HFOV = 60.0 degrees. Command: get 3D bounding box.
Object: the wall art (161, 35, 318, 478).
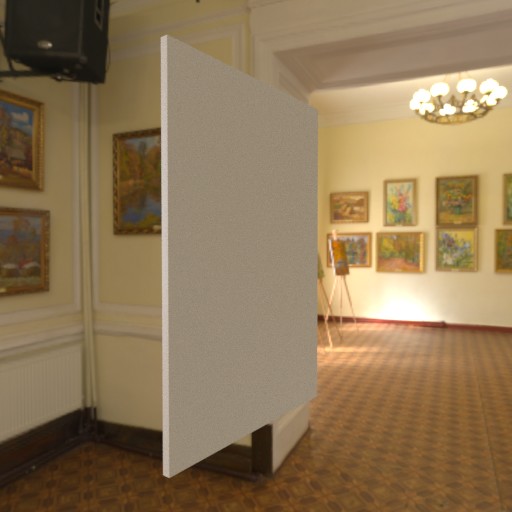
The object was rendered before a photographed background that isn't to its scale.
[{"bbox_3d":[0.000,0.000,0.606,0.010,0.474,0.325,1,2,37],"label":"wall art"}]
